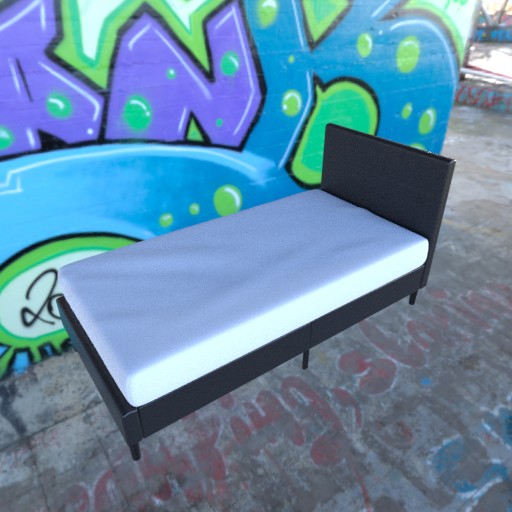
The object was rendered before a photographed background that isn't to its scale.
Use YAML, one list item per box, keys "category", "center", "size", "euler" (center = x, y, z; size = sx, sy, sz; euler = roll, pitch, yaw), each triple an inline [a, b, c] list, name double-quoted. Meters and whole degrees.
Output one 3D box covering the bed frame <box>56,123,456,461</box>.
- category: "bed frame"
  center: [0.000, 0.000, 2.484]
  size: [2.152, 1.046, 1.038]
  euler: [-20, 37, -30]
